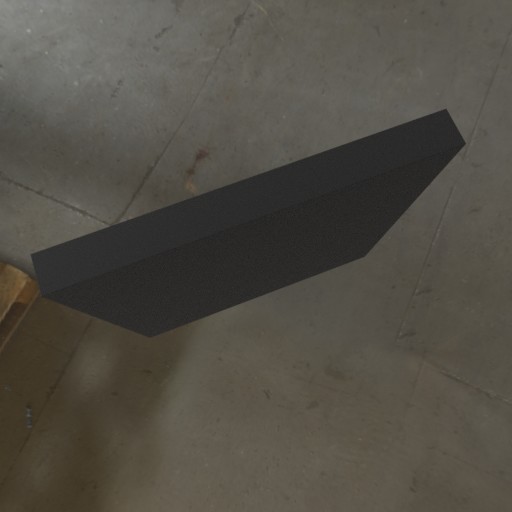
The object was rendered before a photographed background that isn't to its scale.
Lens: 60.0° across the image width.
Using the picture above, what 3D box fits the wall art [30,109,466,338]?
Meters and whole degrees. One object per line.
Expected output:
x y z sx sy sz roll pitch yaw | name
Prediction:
0.000 0.000 0.451 0.308 0.305 0.030 -20 76 -5 | wall art
